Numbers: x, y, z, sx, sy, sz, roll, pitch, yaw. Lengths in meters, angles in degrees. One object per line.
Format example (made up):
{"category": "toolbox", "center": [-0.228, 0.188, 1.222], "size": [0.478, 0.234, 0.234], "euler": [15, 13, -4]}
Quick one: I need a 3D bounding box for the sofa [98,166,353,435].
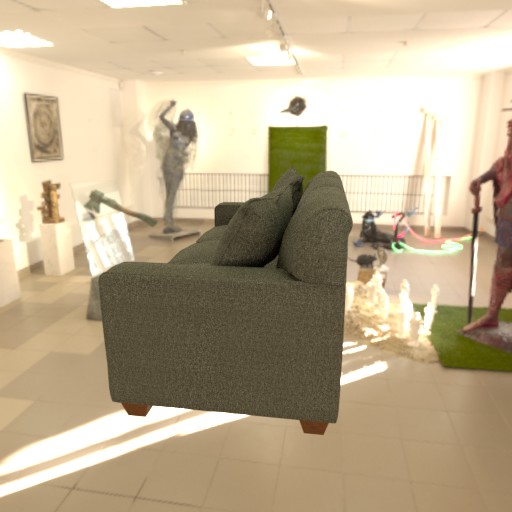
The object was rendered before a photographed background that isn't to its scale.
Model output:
{"category": "sofa", "center": [0.000, 0.000, 2.632], "size": [0.997, 0.958, 2.024], "euler": [2, 15, 9]}
